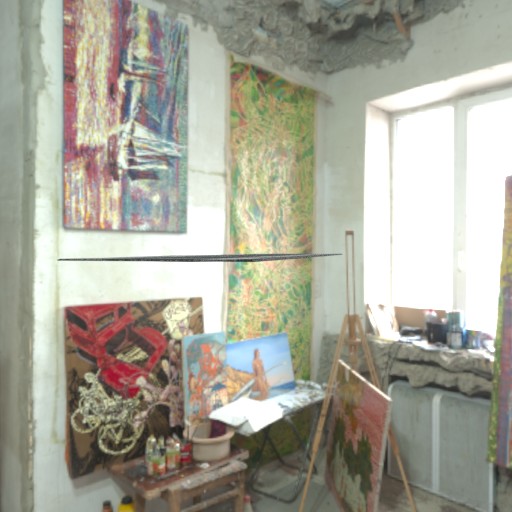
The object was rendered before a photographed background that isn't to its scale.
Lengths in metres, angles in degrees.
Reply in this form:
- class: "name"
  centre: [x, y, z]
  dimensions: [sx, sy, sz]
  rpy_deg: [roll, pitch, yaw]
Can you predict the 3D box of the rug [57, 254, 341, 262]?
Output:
- class: "rug"
  centre: [0.000, 0.000, 2.662]
  dimensions: [0.760, 0.012, 2.434]
  rpy_deg: [0, 1, 18]
